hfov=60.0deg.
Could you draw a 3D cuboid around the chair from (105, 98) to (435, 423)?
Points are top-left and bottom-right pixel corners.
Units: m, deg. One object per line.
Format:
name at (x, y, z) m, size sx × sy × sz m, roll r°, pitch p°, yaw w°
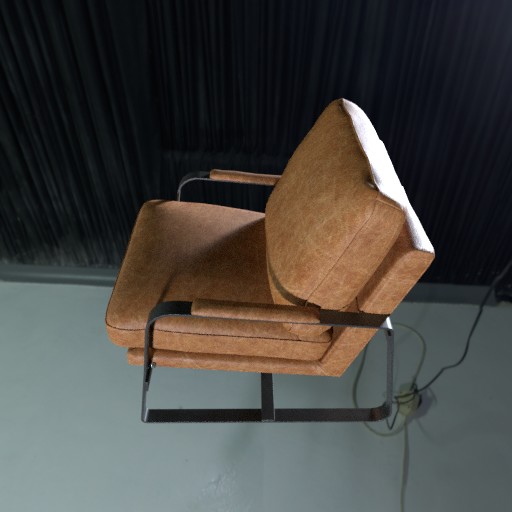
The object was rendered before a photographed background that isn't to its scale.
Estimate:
chair at (0.000, 0.000, 1.333) m, size 0.801 × 0.777 × 0.651 m, roll 0°, pitch 41°, yaw 0°
